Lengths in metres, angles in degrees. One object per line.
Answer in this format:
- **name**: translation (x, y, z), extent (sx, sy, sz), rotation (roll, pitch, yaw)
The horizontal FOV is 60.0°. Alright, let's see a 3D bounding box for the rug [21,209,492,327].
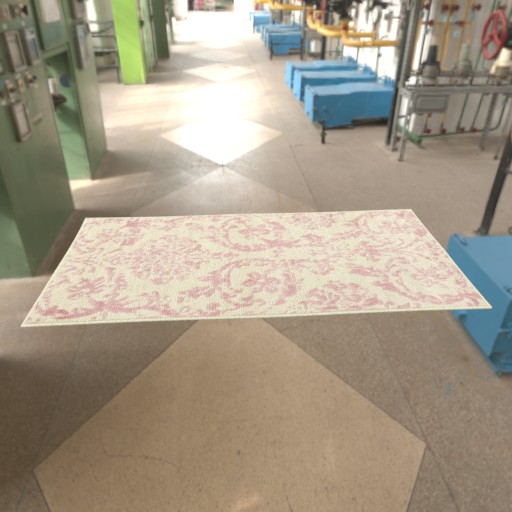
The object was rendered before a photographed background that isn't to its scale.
- **rug**: translation (0.000, 0.000, 1.398), extent (1.219, 0.007, 0.604), rotation (-2, 32, -3)
